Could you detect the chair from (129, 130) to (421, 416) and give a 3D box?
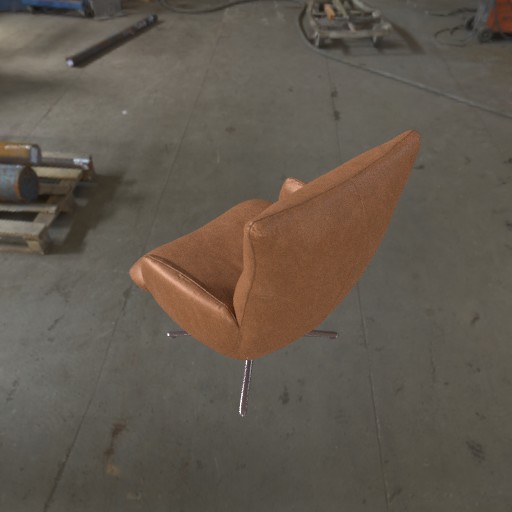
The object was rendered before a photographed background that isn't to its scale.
[{"bbox_3d":[0.000,0.000,1.579,0.711,1.027,0.794,-32,53,-29],"label":"chair"}]
